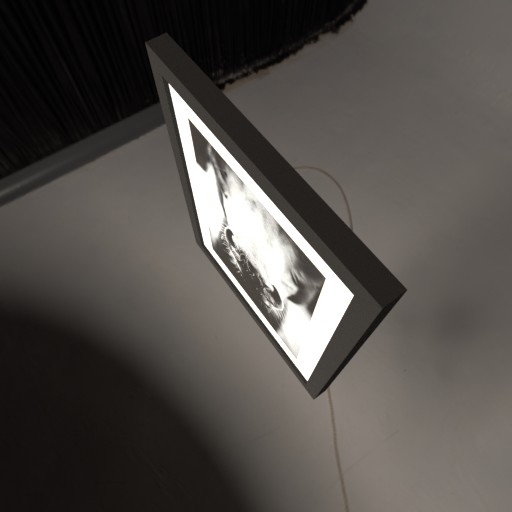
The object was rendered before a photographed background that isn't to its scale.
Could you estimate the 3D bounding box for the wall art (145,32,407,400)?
[{"bbox_3d":[0.000,0.000,0.546,0.024,0.404,0.329,-33,68,-15],"label":"wall art"}]
